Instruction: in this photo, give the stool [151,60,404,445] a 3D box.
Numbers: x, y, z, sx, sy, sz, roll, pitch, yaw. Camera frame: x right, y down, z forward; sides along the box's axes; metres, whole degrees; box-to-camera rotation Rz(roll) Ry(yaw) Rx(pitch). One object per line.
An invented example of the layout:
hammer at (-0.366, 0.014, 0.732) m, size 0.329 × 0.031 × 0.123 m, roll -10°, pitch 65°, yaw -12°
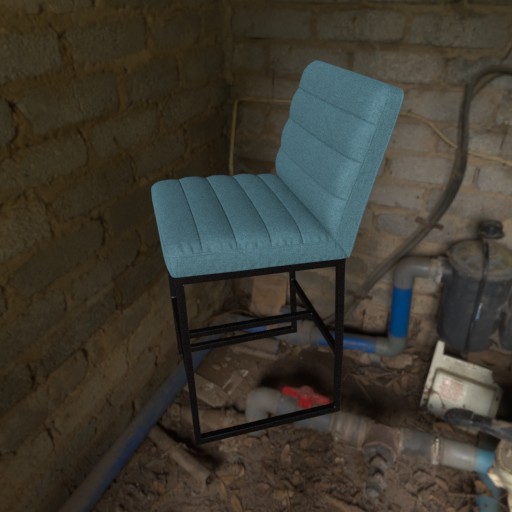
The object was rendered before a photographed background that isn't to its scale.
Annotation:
stool at (0.000, 0.000, 1.348) m, size 0.560 × 1.040 × 0.460 m, roll -8°, pitch 32°, yaw -13°
